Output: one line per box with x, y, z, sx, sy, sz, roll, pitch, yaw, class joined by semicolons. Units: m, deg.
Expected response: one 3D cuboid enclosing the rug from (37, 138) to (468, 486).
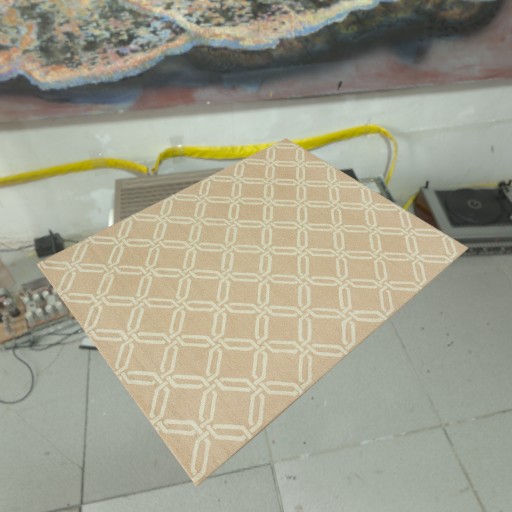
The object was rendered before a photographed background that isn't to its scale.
0.000;0.000;3.782;2.895;0.018;2.288;-33;55;-26;rug
